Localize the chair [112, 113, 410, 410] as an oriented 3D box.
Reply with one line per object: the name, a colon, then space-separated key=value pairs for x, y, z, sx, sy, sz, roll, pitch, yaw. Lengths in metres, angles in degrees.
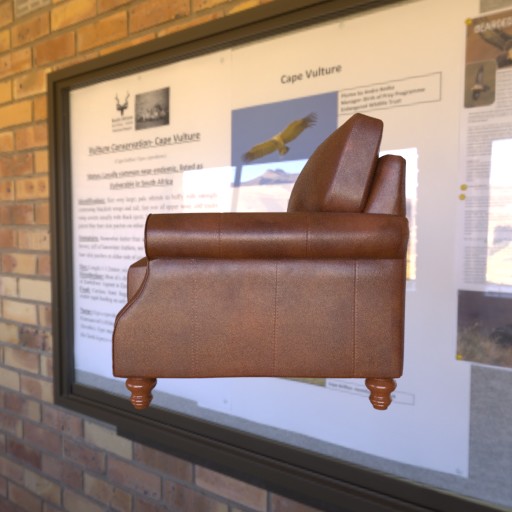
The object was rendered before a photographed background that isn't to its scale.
chair: x=0.000 y=0.000 z=1.808 sx=0.992 sy=0.972 sz=0.989 roll=0 pitch=3 yaw=1
